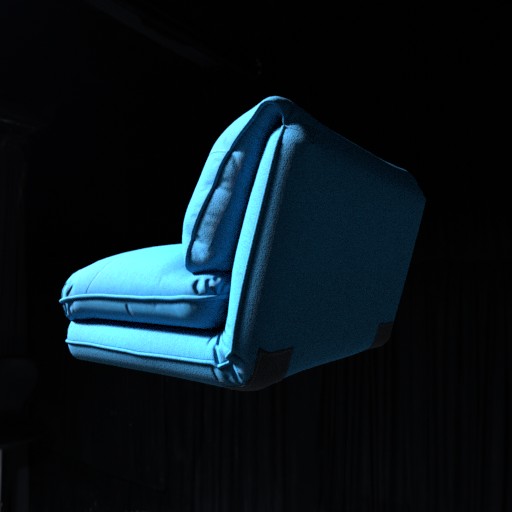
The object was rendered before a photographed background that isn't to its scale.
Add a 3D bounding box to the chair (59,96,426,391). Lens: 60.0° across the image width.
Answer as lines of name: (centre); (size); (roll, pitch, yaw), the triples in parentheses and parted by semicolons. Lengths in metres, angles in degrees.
chair: (0.000, 0.000, 1.306); (0.780, 0.580, 0.820); (-2, -3, 36)
